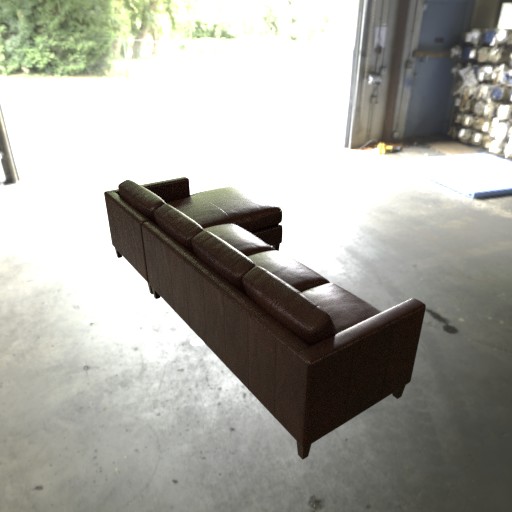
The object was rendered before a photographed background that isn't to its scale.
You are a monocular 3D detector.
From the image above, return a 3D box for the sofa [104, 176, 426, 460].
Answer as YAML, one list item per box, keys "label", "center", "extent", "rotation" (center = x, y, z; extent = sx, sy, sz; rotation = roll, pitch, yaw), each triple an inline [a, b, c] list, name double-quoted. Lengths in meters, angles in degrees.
- label: "sofa"
  center: [0.000, 0.000, 3.886]
  extent: [1.581, 0.883, 3.203]
  rotation: [-17, 32, -31]
